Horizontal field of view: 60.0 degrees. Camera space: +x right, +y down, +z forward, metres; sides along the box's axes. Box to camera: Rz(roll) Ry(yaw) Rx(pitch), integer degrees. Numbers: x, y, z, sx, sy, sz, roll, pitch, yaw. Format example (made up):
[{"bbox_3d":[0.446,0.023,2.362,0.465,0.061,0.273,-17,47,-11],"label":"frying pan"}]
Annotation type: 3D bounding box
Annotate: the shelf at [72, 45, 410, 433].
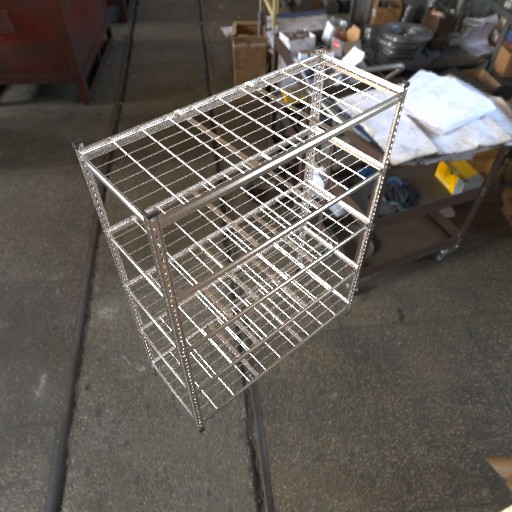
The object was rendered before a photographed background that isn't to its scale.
[{"bbox_3d":[0.000,0.000,2.764,1.524,1.981,0.610,-32,55,-26],"label":"shelf"}]
